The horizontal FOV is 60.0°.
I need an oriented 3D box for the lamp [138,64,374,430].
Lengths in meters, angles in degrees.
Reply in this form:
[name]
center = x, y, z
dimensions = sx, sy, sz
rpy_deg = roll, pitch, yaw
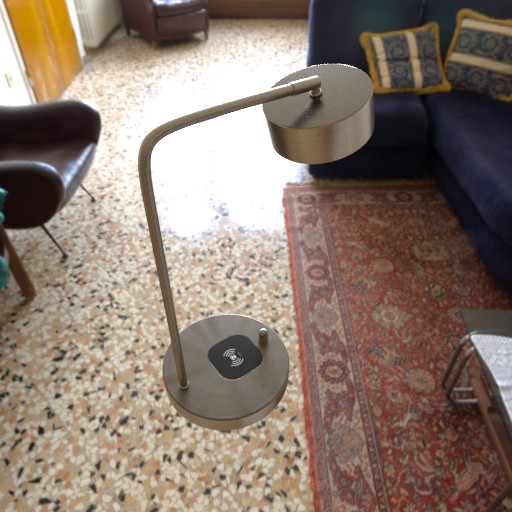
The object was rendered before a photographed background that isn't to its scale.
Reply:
[lamp]
center = 0.000, 0.000, 0.634
dimensions = 0.334, 0.469, 0.211
rpy_deg = -25, 47, -26
